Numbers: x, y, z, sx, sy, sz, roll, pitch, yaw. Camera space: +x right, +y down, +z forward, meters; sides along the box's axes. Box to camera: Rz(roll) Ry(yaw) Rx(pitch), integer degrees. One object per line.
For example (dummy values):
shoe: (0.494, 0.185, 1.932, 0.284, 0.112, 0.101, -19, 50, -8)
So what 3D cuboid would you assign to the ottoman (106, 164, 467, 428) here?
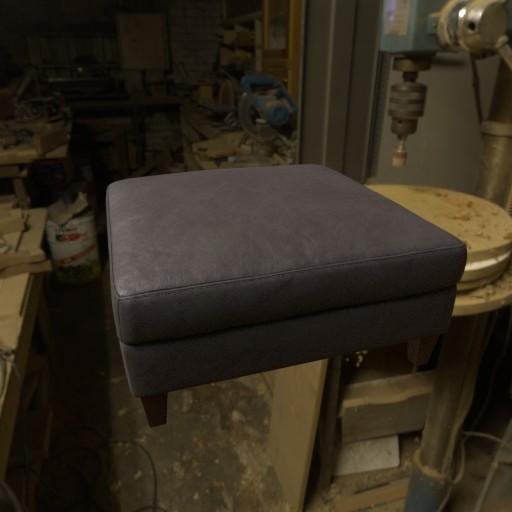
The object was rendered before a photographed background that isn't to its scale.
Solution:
ottoman: (0.000, 0.000, 1.346, 0.836, 0.415, 0.844, -8, 27, -16)
